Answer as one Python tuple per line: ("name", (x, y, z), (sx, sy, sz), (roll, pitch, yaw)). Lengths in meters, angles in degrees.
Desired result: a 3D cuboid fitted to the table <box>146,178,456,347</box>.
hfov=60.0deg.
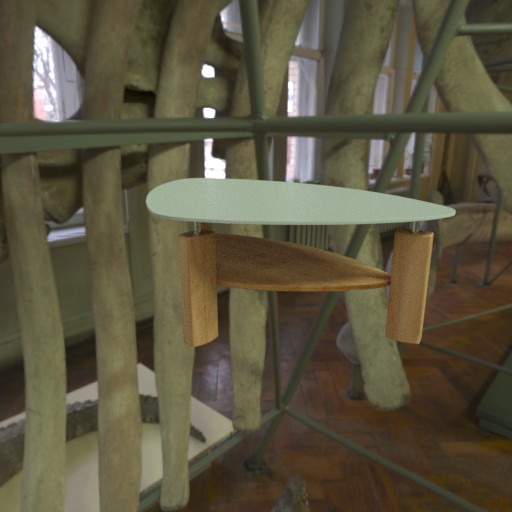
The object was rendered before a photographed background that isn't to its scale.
("table", (0.000, 0.000, 1.642), (1.250, 0.440, 0.850), (15, 22, 41))
